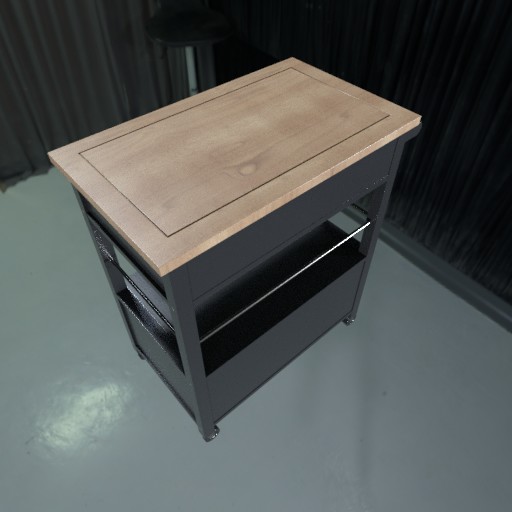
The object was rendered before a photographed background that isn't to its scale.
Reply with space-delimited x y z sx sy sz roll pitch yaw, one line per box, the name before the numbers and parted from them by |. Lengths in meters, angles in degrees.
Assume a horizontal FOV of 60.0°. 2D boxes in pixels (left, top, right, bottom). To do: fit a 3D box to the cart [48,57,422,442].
cart | 0.000 0.000 1.389 0.840 0.901 0.459 -33 55 -27
